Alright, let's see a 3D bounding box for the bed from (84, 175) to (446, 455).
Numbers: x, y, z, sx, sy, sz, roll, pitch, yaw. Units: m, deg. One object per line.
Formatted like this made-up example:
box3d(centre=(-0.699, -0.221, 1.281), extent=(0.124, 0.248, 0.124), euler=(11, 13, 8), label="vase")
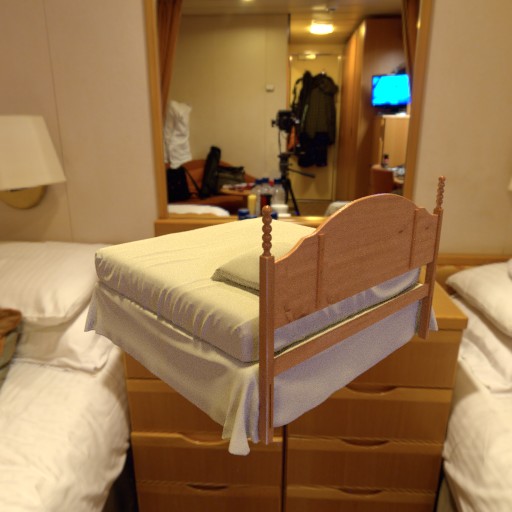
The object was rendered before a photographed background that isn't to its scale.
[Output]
box3d(centre=(0.000, 0.000, 3.689), extent=(2.322, 1.355, 2.219), euler=(-15, 22, -41), label="bed")
